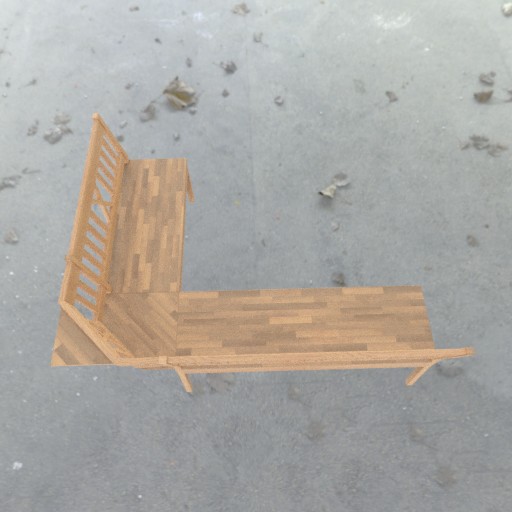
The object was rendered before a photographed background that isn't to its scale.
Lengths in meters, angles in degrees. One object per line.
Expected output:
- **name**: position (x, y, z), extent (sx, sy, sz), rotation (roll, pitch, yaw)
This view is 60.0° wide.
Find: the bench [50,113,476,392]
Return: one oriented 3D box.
- **bench**: position (0.000, 0.000, 2.739), extent (1.937, 0.902, 1.537), rotation (-1, 62, -1)
